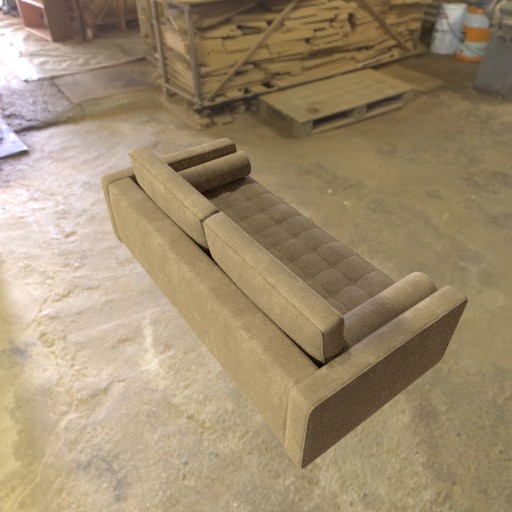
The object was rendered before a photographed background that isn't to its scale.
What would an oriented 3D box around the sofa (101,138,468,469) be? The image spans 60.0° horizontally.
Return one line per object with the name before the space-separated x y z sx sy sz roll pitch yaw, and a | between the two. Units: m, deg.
sofa | 0.000 0.000 2.331 0.920 0.769 1.883 -25 47 -27
